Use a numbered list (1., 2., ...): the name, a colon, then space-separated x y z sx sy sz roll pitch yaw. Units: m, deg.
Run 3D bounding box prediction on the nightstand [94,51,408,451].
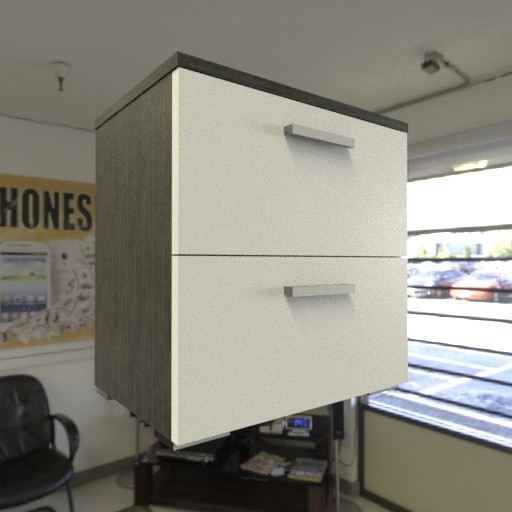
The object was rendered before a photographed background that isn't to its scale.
1. nightstand: 0.000 0.000 0.751 0.441 0.460 0.325 1 -1 -37
